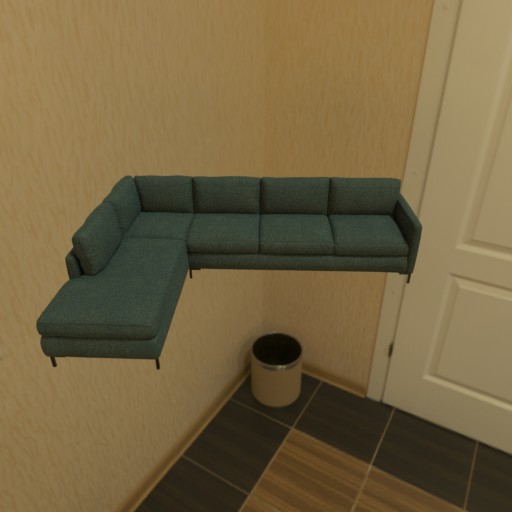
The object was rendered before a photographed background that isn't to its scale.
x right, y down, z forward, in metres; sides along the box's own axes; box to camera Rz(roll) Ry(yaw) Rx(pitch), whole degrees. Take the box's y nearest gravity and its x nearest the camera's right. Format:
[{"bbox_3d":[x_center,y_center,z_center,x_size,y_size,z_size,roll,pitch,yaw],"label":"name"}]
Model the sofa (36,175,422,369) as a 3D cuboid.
[{"bbox_3d":[0.000,0.000,3.799,2.949,0.815,2.007,1,30,2],"label":"sofa"}]
